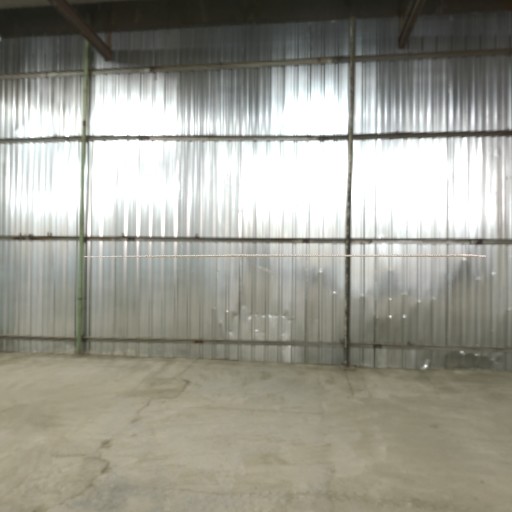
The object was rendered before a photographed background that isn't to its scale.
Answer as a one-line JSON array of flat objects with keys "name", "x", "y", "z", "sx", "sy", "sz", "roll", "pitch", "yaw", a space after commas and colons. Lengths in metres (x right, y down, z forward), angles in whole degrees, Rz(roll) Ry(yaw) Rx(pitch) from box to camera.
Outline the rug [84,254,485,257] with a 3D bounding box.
[{"name": "rug", "x": 0.000, "y": 0.000, "z": 2.596, "sx": 2.346, "sy": 0.013, "sz": 0.712, "roll": 0, "pitch": 0, "yaw": 35}]
